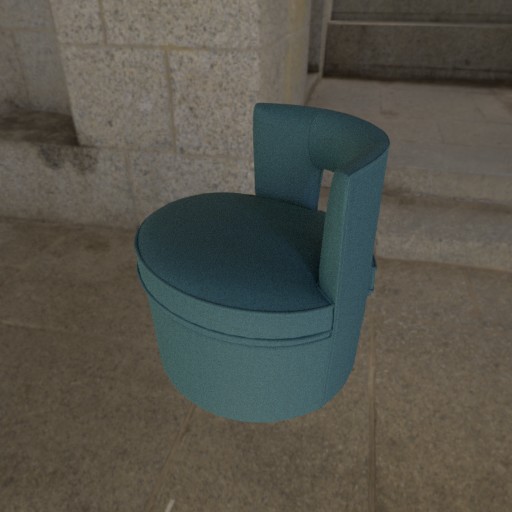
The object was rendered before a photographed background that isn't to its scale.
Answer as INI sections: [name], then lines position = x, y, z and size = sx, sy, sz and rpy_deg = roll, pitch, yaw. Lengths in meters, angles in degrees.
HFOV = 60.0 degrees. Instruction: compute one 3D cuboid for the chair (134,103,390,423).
[chair]
position = 0.000, 0.000, 1.260
size = 0.660, 0.711, 0.684
rpy_deg = -9, 32, -14
